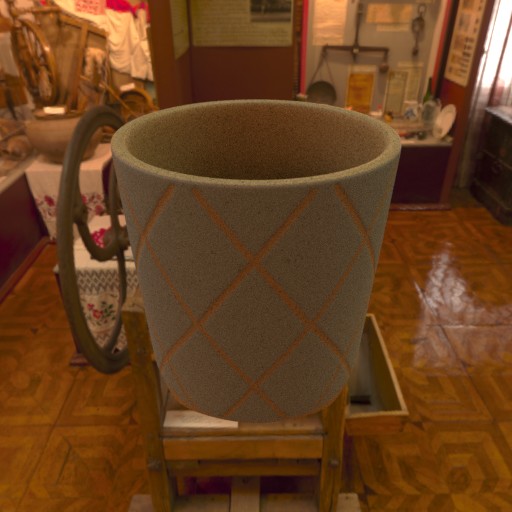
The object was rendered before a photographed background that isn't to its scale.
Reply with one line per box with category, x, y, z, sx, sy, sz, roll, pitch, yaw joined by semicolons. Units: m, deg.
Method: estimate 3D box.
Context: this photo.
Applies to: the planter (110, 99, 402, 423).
planter;0.000;0.000;0.352;0.191;0.200;0.191;0;32;0
